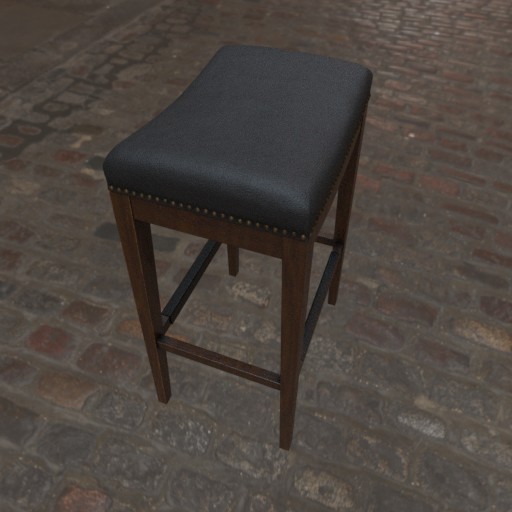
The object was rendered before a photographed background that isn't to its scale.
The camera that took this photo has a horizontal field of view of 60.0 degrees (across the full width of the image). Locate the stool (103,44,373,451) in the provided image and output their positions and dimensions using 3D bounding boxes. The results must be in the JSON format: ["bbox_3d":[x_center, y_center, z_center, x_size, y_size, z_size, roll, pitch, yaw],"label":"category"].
[{"bbox_3d":[0.000,0.000,1.011,0.361,0.765,0.500,15,49,14],"label":"stool"}]
